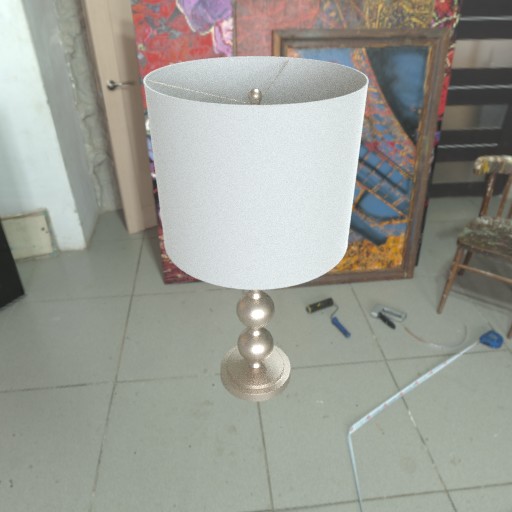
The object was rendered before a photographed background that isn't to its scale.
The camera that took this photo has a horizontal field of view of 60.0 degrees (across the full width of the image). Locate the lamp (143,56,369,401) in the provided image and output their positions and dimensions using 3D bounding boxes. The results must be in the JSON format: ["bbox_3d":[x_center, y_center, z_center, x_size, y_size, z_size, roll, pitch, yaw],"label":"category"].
[{"bbox_3d":[0.000,0.000,0.700,0.277,0.538,0.277,-22,39,-29],"label":"lamp"}]
